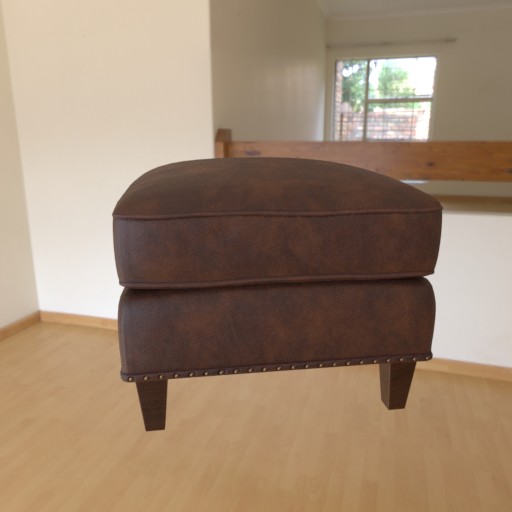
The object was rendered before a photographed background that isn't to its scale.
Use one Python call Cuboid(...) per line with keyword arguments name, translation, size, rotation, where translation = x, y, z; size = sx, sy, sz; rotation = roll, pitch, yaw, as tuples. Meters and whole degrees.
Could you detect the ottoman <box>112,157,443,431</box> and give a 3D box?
Cuboid(name="ottoman", translation=(0.000, 0.000, 1.122), size=(0.586, 0.486, 0.742), rotation=(-2, 15, -8))
